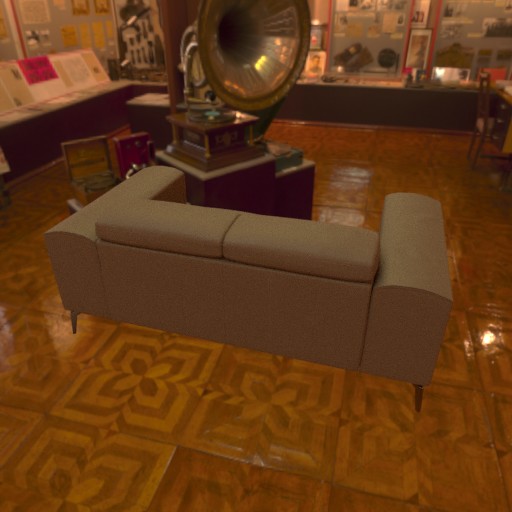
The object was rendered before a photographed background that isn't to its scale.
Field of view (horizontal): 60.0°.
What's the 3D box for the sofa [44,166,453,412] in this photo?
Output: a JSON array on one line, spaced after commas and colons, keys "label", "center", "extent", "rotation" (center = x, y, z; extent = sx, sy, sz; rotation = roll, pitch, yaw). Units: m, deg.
[{"label": "sofa", "center": [0.000, 0.000, 2.430], "extent": [1.895, 0.779, 1.003], "rotation": [9, 32, 15]}]
